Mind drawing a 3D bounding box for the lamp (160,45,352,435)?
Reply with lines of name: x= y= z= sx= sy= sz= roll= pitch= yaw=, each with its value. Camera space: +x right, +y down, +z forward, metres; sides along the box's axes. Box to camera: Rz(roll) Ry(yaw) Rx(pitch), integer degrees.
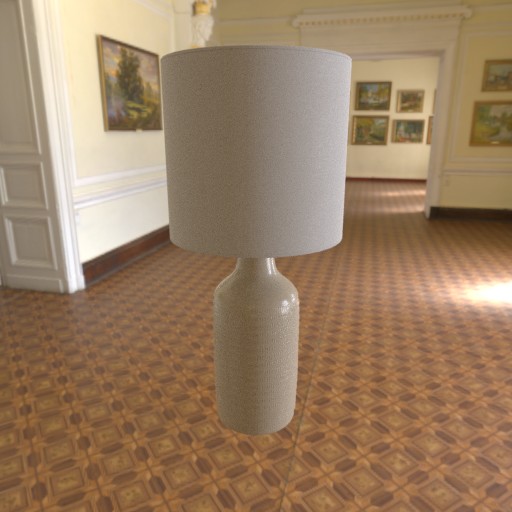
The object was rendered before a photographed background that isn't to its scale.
lamp: x=0.000 y=0.000 z=0.587 sx=0.220 sy=0.475 sz=0.220 roll=8 pitch=18 yaw=26
